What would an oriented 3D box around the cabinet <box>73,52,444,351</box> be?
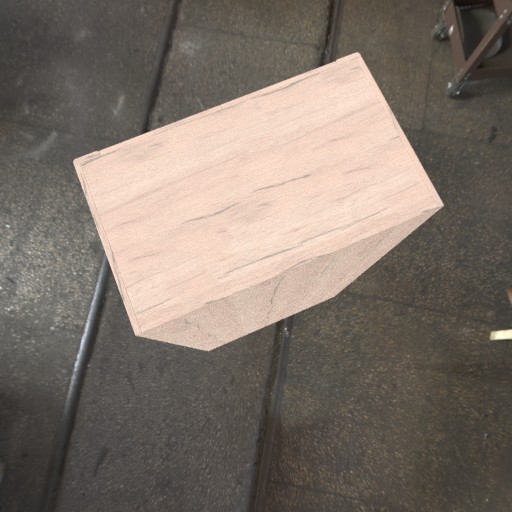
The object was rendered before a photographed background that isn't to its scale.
[{"bbox_3d":[0.000,0.000,2.284,0.980,1.930,0.580,-23,78,-5],"label":"cabinet"}]
